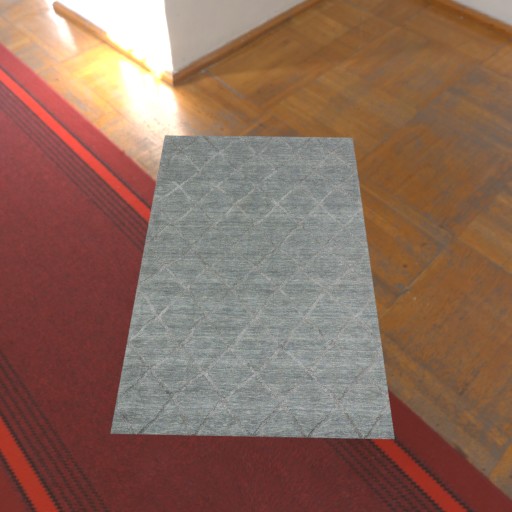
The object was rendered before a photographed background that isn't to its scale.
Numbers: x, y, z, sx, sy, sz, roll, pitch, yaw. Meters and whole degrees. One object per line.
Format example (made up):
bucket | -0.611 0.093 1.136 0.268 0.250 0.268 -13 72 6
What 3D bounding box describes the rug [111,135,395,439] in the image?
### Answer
rug | 0.000 0.000 2.983 1.521 0.006 2.283 1 58 1
